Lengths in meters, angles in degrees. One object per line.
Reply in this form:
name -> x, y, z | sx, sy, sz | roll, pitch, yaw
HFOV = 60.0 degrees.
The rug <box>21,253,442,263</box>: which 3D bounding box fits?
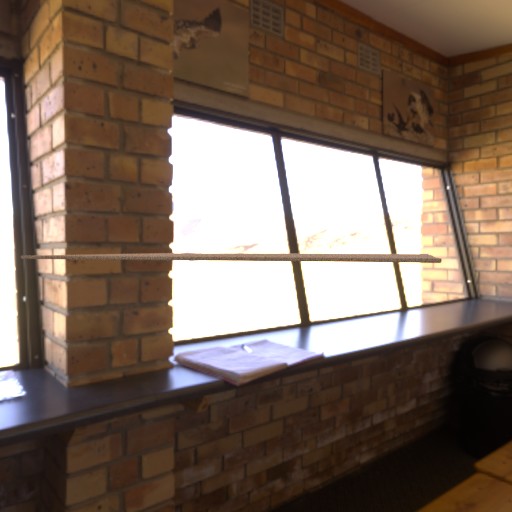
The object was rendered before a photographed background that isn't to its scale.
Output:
rug -> 0.000, 0.000, 4.047 | 3.000, 0.025, 2.400 | 0, 1, 20
